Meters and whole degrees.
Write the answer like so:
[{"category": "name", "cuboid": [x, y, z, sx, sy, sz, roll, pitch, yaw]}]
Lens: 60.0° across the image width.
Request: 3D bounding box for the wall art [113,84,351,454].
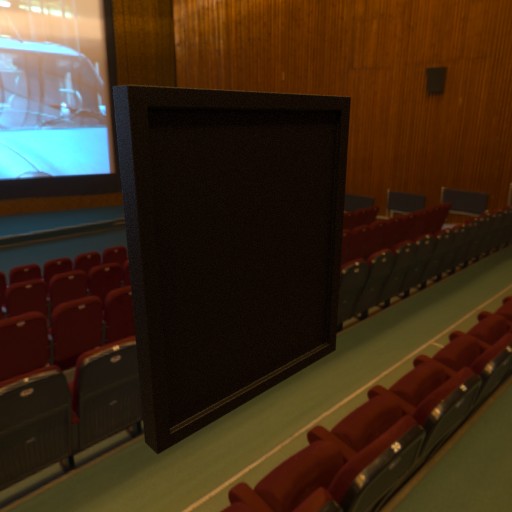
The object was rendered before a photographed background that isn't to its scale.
[{"category": "wall art", "cuboid": [0.000, 0.000, 0.549, 0.328, 0.381, 0.028, -16, 24, -42]}]
